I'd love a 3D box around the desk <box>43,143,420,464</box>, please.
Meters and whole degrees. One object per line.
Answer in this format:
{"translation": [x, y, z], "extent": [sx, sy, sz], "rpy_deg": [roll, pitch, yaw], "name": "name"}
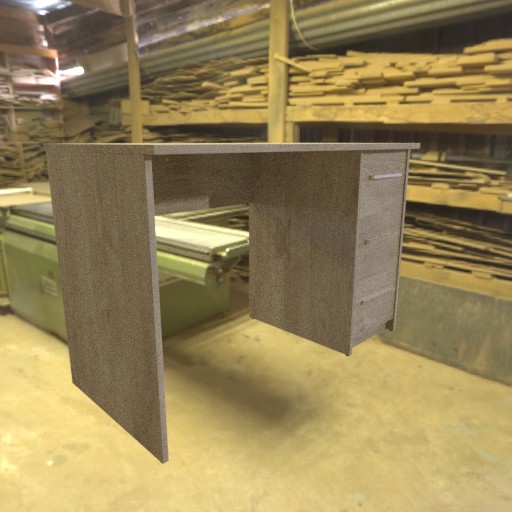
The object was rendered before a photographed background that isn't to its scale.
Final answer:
{"translation": [0.000, 0.000, 1.493], "extent": [1.097, 0.735, 0.560], "rpy_deg": [-14, 20, -43], "name": "desk"}
